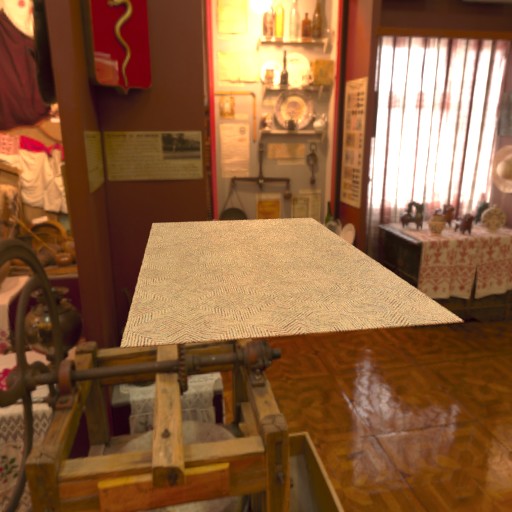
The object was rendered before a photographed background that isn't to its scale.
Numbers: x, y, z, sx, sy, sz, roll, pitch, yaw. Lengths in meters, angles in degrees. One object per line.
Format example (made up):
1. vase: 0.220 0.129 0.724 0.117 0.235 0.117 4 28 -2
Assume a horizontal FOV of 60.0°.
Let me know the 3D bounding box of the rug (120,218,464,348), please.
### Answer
1. rug: 0.000 0.000 3.046 1.519 0.007 2.428 -3 16 -9
